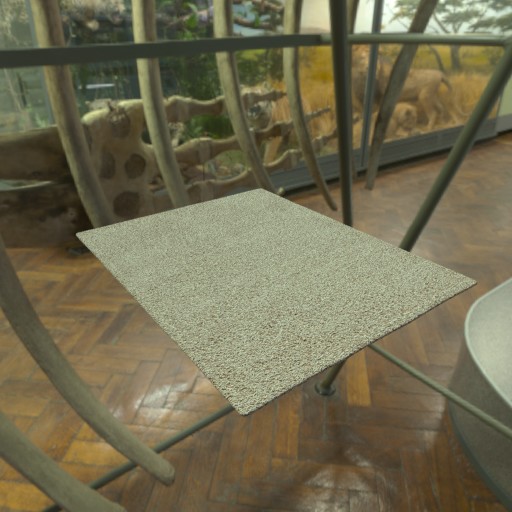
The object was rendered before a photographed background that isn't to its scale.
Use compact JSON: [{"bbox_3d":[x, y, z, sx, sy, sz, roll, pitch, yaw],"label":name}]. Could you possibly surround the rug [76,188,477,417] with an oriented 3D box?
[{"bbox_3d":[0.000,0.000,4.188,2.438,0.029,3.047,-19,33,-32],"label":"rug"}]
